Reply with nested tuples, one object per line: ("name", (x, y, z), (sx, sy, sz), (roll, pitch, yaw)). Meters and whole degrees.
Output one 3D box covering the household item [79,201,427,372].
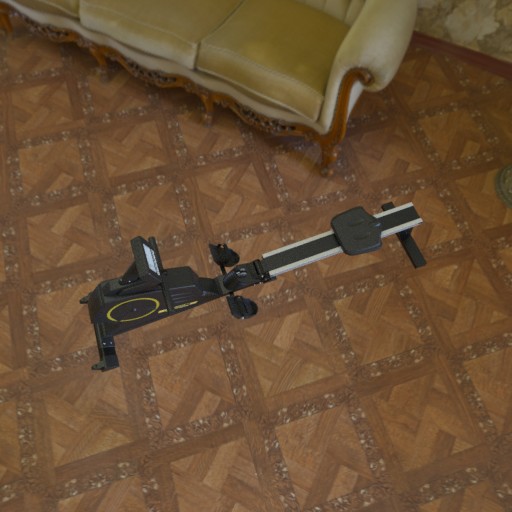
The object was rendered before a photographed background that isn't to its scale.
("household item", (0.000, 0.000, 2.603), (2.251, 0.810, 0.521), (-17, 65, -8))
